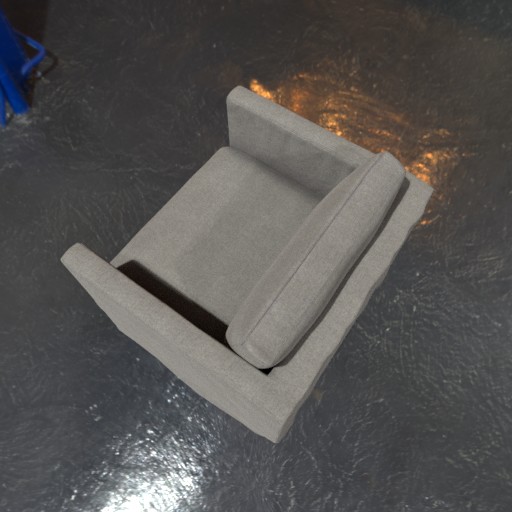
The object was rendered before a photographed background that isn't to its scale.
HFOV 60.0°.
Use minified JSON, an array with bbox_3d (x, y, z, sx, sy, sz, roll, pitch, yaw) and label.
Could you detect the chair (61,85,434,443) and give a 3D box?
[{"bbox_3d":[0.000,0.000,1.801,0.949,0.863,1.057,32,67,16],"label":"chair"}]
